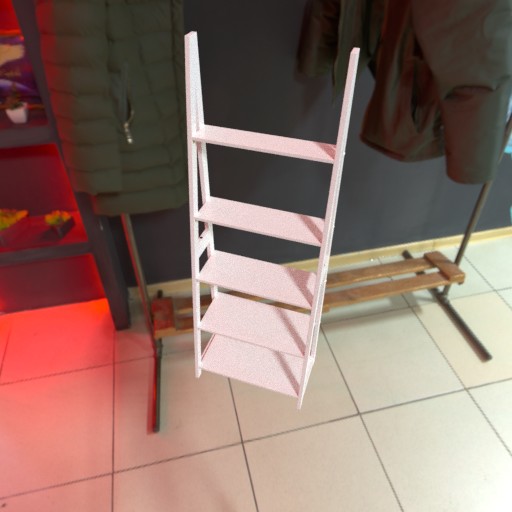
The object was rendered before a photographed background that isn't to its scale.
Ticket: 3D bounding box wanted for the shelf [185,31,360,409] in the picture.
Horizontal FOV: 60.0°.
[{"bbox_3d":[0.000,0.000,2.052,0.636,1.779,0.341,13,43,14],"label":"shelf"}]
